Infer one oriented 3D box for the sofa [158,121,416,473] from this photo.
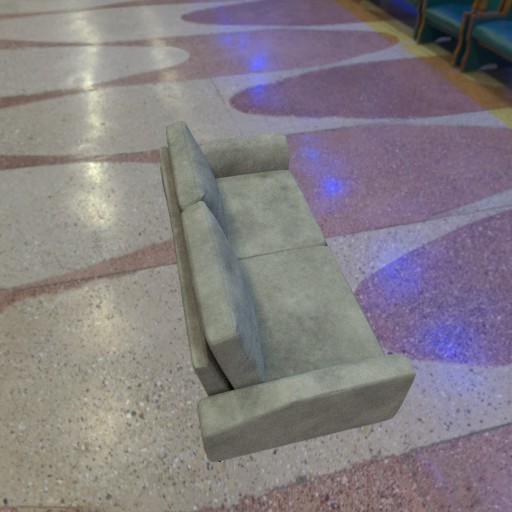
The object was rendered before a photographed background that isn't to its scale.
[{"bbox_3d":[0.000,0.000,2.349,0.849,0.859,1.837,-10,46,-9],"label":"sofa"}]
